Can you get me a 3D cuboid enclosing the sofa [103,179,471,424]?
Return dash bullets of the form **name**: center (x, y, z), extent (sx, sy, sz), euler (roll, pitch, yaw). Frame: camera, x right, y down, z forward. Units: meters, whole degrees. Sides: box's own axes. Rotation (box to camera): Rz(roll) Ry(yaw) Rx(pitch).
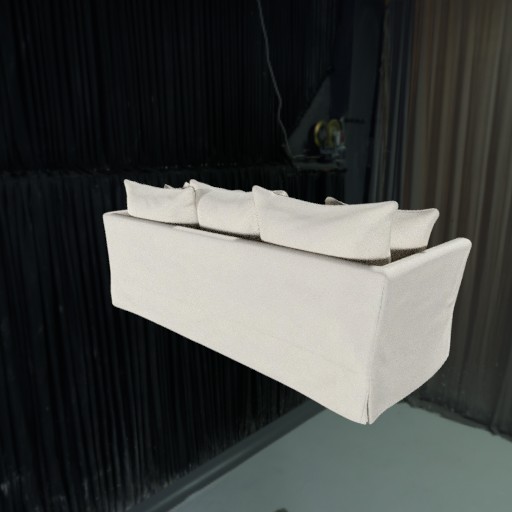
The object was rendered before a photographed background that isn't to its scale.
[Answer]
- **sofa**: center (0.000, 0.000, 3.090), extent (2.499, 1.047, 1.046), euler (13, 19, 43)
